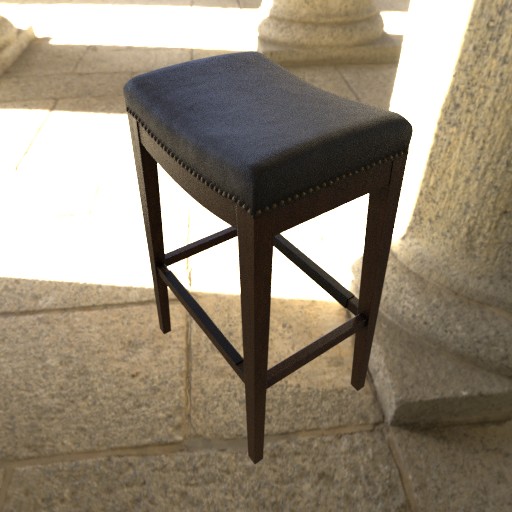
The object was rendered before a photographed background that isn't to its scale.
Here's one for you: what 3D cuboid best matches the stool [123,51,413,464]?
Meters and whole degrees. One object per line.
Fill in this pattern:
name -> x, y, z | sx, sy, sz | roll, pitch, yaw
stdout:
stool -> 0.000, 0.000, 1.020 | 0.361, 0.765, 0.500 | -25, 47, -26
